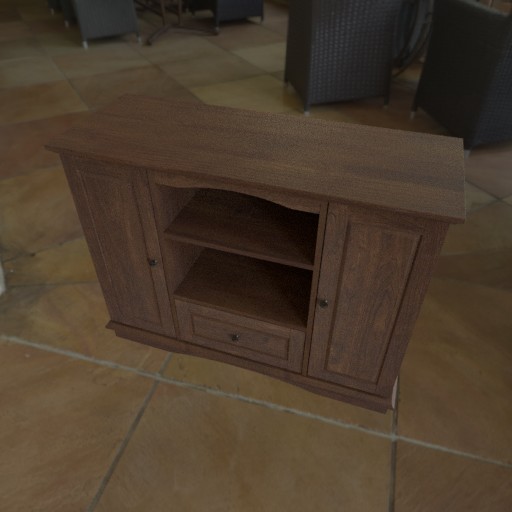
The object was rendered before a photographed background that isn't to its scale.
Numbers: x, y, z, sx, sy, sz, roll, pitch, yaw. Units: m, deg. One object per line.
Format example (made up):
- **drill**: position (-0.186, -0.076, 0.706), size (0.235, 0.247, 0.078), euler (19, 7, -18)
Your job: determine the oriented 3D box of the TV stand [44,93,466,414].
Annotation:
- **TV stand**: position (0.000, 0.000, 1.468), size (1.067, 0.813, 0.406), euler (12, 42, 14)
